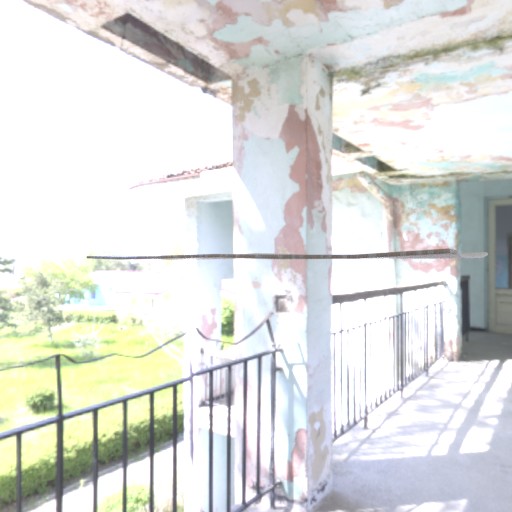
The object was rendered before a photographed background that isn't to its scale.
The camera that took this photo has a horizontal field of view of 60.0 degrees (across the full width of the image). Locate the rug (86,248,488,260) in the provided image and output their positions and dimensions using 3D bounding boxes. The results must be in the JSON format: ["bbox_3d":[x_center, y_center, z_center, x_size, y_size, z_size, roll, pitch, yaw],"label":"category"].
[{"bbox_3d":[0.000,0.000,2.733,2.452,0.051,0.752,0,0,36],"label":"rug"}]
